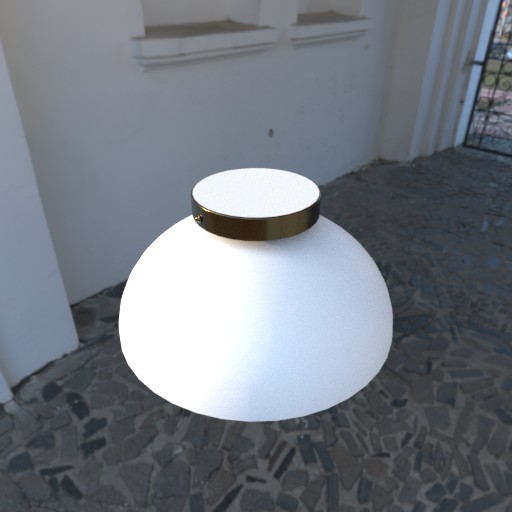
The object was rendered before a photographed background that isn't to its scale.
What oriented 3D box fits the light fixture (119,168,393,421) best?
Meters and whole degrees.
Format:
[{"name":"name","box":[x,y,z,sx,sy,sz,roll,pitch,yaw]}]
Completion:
[{"name":"light fixture","box":[0.000,0.000,0.552,0.355,0.177,0.355,0,31,0]}]
